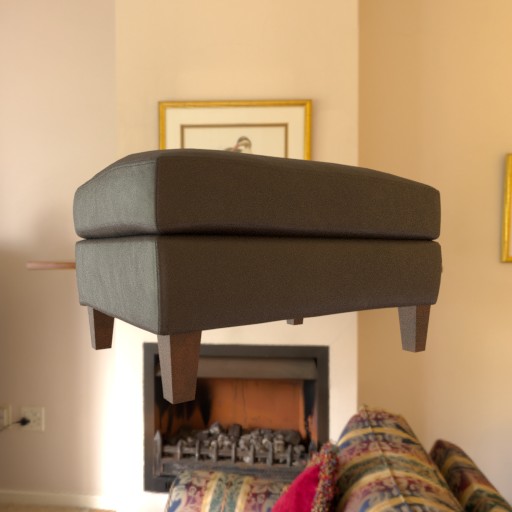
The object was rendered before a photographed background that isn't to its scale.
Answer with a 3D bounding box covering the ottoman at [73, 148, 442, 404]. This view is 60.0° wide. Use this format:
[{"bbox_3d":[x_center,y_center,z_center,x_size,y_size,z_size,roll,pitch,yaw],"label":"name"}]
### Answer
[{"bbox_3d":[0.000,0.000,1.260,0.887,0.529,0.659,-1,1,-34],"label":"ottoman"}]
